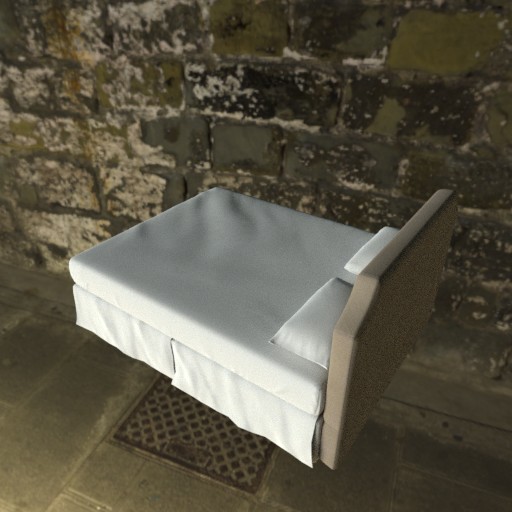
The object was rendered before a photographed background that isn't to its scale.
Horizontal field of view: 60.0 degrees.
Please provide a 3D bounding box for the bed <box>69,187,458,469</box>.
[{"bbox_3d":[0.000,0.000,3.571,2.498,1.293,1.977,21,37,30],"label":"bed"}]
